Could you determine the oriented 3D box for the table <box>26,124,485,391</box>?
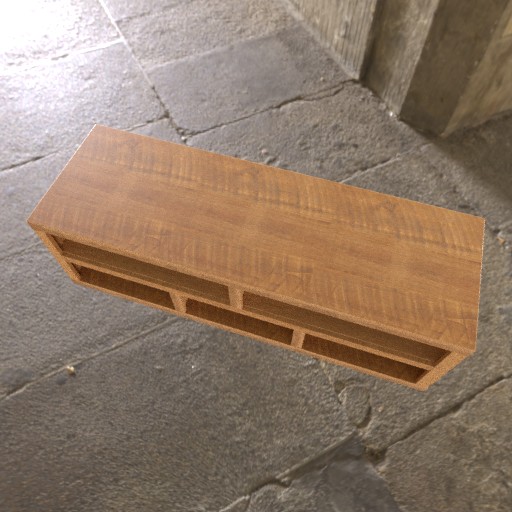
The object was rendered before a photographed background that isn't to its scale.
[{"bbox_3d":[0.000,0.000,1.735,1.499,0.491,0.499,16,60,9],"label":"table"}]
